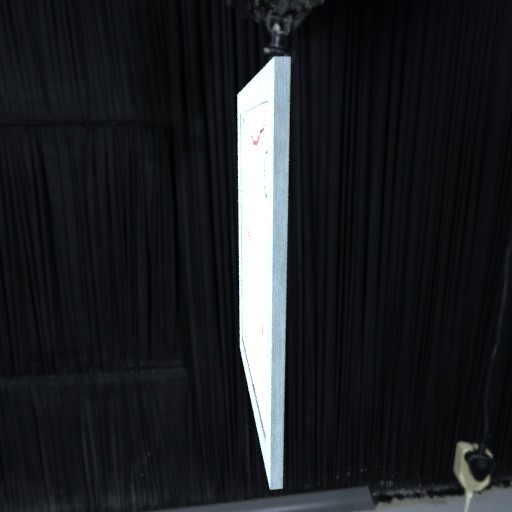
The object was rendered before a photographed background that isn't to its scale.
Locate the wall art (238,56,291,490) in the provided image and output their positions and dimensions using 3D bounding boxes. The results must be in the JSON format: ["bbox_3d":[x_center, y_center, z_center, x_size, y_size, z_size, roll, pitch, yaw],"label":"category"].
[{"bbox_3d":[0.000,0.000,0.832,0.020,0.613,0.481,-2,15,-7],"label":"wall art"}]
